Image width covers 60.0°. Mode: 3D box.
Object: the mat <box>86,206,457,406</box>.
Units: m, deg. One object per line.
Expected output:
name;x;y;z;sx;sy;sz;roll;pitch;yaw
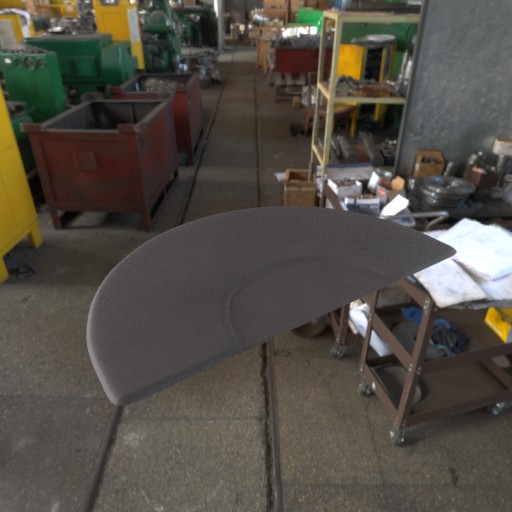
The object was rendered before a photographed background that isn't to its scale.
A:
mat;0.000;0.000;1.875;1.525;0.022;0.917;-19;36;-29
